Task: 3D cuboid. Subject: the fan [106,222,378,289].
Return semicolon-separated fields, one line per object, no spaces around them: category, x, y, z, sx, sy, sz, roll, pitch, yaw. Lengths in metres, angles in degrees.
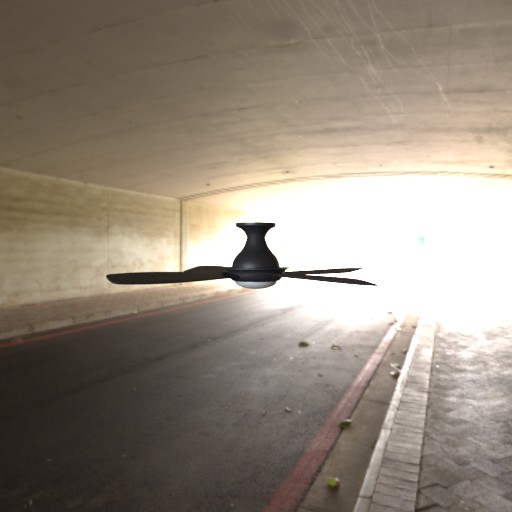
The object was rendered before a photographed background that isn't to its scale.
fan;0.000;0.000;2.572;1.694;0.382;1.694;0;1;-35
